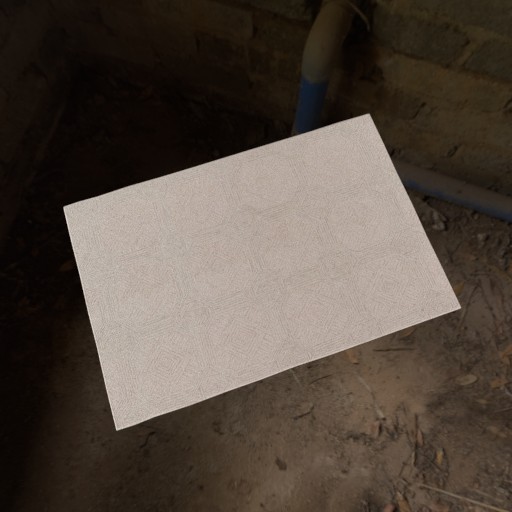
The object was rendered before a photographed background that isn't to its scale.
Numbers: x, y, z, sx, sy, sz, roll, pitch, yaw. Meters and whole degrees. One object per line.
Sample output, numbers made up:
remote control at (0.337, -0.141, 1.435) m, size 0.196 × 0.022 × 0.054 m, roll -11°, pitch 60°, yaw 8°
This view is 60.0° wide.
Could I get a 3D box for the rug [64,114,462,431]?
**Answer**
rug at (0.000, 0.000, 2.378) m, size 1.839 × 0.009 × 1.236 m, roll -18°, pitch 75°, yaw -5°
